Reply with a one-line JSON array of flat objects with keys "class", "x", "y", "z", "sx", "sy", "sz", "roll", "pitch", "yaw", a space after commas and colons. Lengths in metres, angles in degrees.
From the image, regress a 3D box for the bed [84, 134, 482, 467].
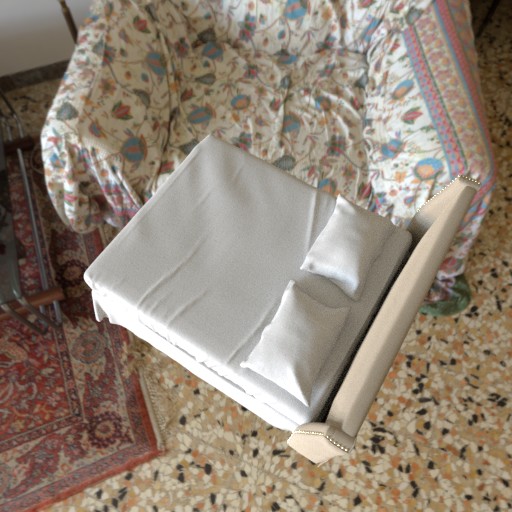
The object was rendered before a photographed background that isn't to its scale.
[{"class": "bed", "x": 0.000, "y": 0.000, "z": 3.323, "sx": 2.276, "sy": 1.332, "sz": 1.925, "roll": 29, "pitch": 66, "yaw": 14}]
